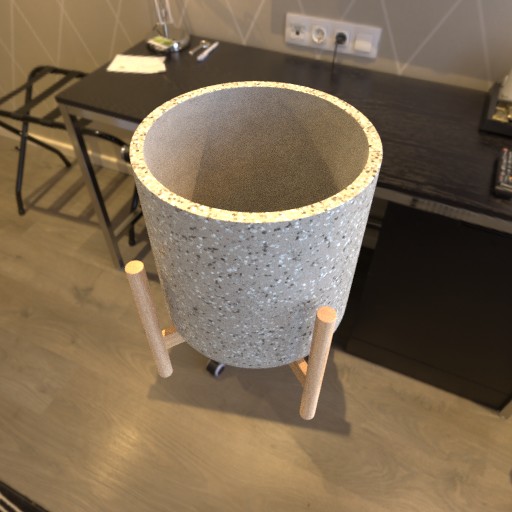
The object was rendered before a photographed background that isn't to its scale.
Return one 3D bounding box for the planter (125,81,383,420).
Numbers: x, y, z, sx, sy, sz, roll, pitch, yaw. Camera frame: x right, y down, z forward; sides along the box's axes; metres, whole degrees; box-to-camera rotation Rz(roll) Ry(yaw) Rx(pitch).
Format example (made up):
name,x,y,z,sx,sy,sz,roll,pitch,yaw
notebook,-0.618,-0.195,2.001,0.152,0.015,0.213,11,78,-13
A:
name,x,y,z,sx,sy,sz,roll,pitch,yaw
planter,0.000,0.000,0.693,0.360,0.419,0.360,-4,47,-4
